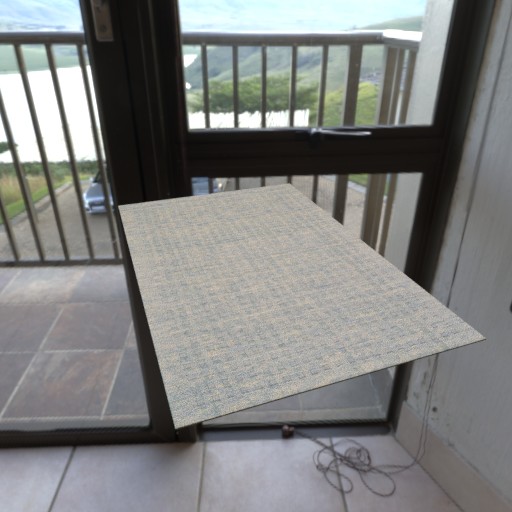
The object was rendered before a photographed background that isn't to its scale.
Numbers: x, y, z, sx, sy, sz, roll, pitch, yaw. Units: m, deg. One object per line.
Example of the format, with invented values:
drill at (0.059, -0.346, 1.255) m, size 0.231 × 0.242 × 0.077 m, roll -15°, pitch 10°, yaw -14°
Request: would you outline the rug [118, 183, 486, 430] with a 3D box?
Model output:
rug at (0.000, 0.000, 2.161) m, size 1.142 × 0.006 × 1.752 m, roll -10°, pitch 31°, yaw -18°
